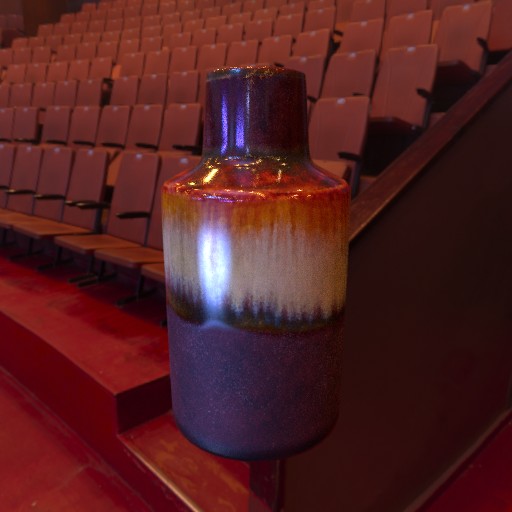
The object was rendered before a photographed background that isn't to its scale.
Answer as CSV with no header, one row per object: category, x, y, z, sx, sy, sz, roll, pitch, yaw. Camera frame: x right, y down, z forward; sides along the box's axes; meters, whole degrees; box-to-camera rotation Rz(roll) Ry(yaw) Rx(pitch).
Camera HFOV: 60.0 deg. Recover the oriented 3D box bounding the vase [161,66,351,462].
vase,0.000,0.000,0.265,0.108,0.204,0.108,0,15,0
